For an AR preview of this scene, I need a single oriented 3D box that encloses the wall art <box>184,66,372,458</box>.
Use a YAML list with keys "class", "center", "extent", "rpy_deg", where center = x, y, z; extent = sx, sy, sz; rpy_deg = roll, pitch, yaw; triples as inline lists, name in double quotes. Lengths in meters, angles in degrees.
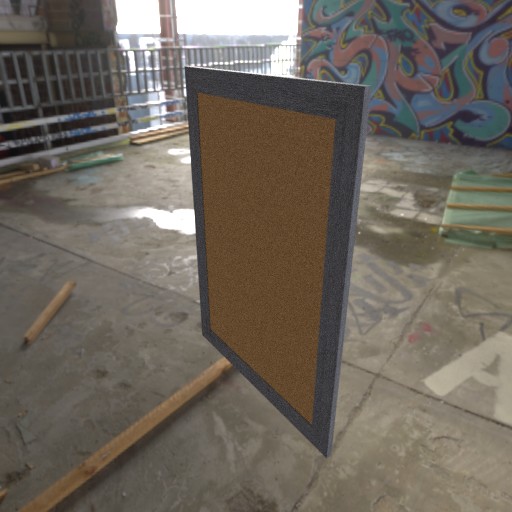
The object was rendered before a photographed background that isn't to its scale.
- class: "wall art"
  center: [0.000, 0.000, 1.403]
  extent: [0.020, 1.070, 0.768]
  rpy_deg: [-18, 32, -32]
